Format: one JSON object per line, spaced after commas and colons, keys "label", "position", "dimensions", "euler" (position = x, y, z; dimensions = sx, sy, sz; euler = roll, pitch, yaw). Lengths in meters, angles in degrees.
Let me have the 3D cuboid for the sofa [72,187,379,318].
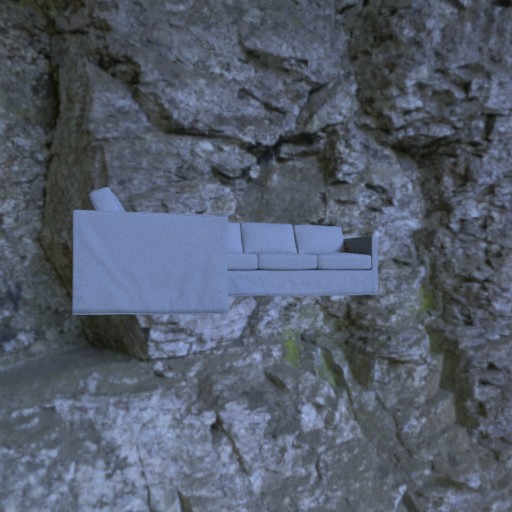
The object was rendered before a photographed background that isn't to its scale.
{"label": "sofa", "position": [0.000, 0.000, 4.392], "dimensions": [3.182, 0.871, 2.432], "euler": [0, -1, -18]}
